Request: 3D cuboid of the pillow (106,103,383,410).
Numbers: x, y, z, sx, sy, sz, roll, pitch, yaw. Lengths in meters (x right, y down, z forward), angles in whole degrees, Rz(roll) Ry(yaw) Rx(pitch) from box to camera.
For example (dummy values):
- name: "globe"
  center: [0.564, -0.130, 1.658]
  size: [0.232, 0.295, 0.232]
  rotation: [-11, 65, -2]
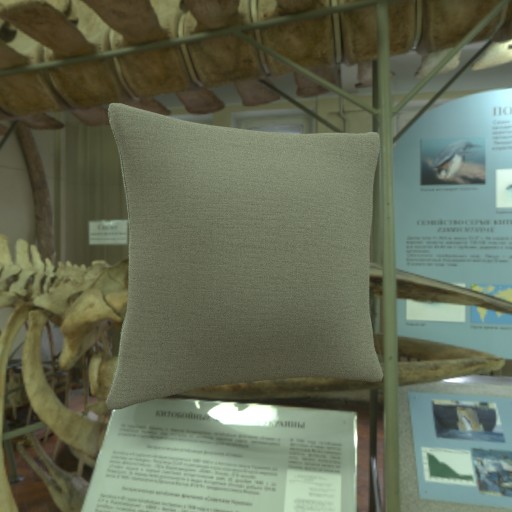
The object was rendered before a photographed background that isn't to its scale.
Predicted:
- name: "pillow"
  center: [0.000, 0.000, 0.678]
  size: [0.435, 0.416, 0.189]
  rotation: [0, 0, -19]
